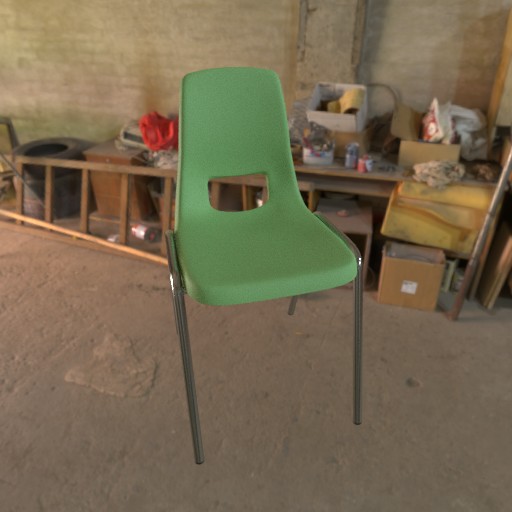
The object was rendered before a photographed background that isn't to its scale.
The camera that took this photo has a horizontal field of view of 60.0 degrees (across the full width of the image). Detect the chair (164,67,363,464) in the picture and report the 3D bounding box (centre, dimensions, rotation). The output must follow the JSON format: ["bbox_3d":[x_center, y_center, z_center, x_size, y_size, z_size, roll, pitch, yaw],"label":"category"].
[{"bbox_3d":[0.000,0.000,0.958,0.381,0.704,0.436,-8,32,-13],"label":"chair"}]
